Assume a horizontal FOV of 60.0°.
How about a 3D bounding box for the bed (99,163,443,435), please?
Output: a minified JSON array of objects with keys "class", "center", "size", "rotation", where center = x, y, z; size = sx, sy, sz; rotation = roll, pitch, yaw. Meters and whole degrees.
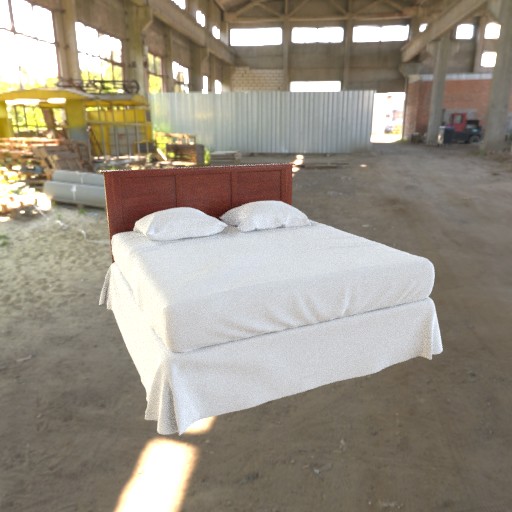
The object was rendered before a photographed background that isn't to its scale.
[{"class":"bed","center":[0.000,0.000,3.625],"size":[2.314,1.271,2.219],"rotation":[-8,18,-24]}]
